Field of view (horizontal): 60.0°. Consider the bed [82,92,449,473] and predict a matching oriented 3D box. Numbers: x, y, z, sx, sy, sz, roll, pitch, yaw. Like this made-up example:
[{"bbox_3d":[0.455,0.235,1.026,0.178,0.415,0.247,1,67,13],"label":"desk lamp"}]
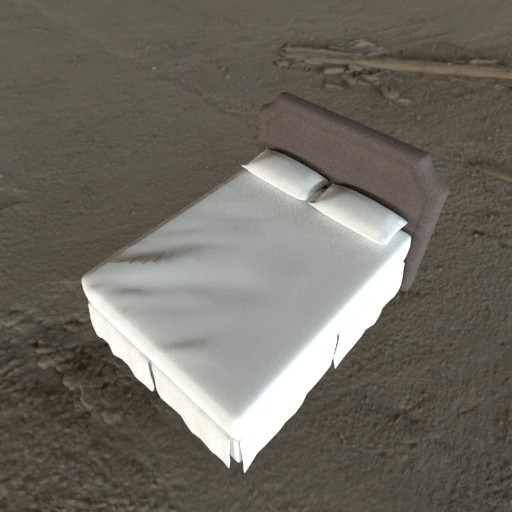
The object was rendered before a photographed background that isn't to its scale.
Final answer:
[{"bbox_3d":[0.000,0.000,3.198,1.693,1.290,2.116,34,56,27],"label":"bed"}]
